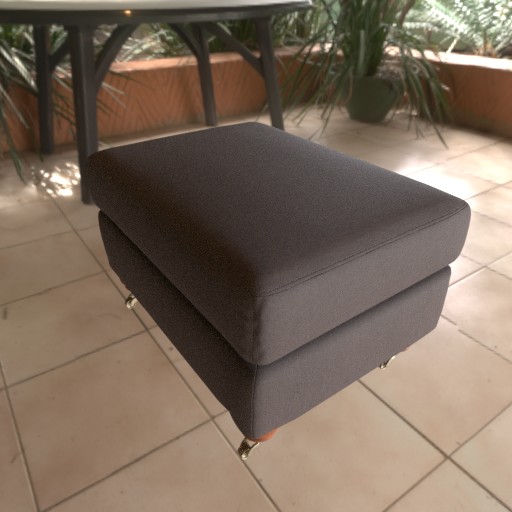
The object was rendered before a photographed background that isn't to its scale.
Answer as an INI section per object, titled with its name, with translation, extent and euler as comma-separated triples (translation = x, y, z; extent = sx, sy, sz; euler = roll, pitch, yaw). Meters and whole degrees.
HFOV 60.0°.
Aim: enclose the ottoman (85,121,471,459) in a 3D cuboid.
[ottoman]
translation = 0.000, 0.000, 1.110
extent = 0.574, 0.497, 0.773
euler = -21, 38, -30
